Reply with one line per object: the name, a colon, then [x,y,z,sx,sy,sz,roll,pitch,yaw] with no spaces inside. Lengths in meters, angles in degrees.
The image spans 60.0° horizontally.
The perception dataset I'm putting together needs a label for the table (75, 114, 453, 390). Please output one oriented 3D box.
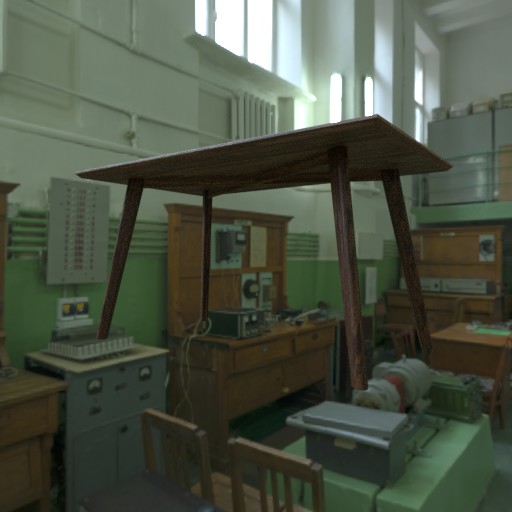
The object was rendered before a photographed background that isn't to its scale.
table: [0.000,0.000,1.838,1.349,0.724,0.801,0,0,36]
